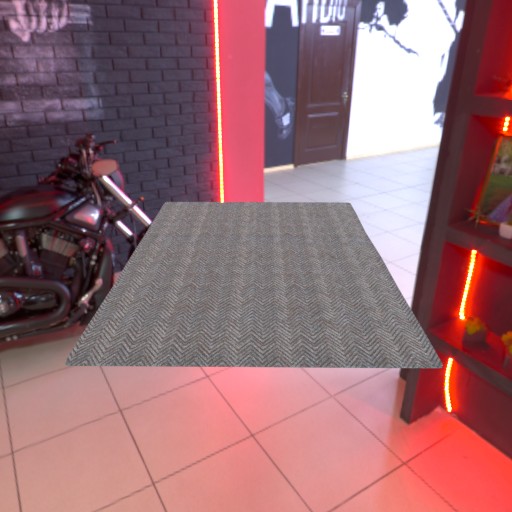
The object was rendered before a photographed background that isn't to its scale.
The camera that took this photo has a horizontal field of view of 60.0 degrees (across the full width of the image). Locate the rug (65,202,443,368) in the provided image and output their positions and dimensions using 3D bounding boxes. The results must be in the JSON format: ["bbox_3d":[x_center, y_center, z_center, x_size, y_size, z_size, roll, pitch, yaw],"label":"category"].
[{"bbox_3d":[0.000,0.000,5.151,2.894,0.011,3.957,0,25,1],"label":"rug"}]
